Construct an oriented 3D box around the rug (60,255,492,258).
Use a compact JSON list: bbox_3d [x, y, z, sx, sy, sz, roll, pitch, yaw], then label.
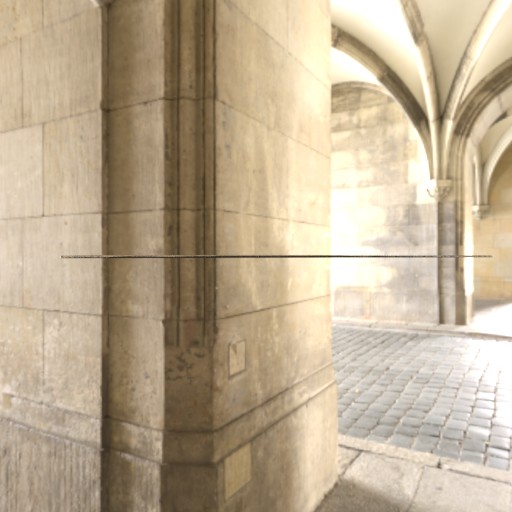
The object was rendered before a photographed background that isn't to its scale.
[{"bbox_3d":[0.000,0.000,4.122,3.049,0.015,2.457,0,0,-17],"label":"rug"}]
